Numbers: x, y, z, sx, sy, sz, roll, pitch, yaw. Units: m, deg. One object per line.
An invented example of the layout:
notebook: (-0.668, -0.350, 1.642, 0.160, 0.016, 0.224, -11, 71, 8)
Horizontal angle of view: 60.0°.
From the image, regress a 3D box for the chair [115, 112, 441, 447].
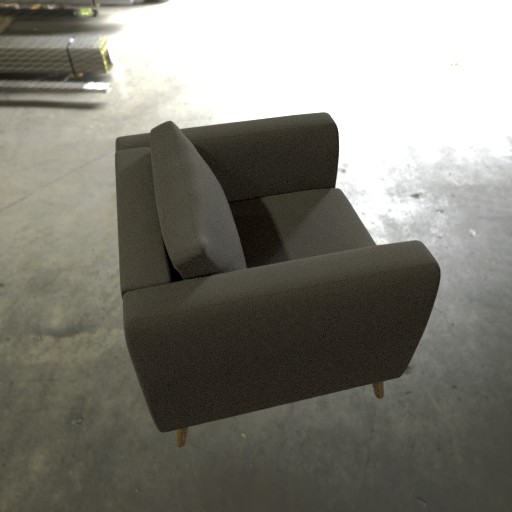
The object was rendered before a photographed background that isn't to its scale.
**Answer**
chair: (0.000, 0.000, 1.710, 0.930, 0.860, 1.000, -10, 47, -10)
